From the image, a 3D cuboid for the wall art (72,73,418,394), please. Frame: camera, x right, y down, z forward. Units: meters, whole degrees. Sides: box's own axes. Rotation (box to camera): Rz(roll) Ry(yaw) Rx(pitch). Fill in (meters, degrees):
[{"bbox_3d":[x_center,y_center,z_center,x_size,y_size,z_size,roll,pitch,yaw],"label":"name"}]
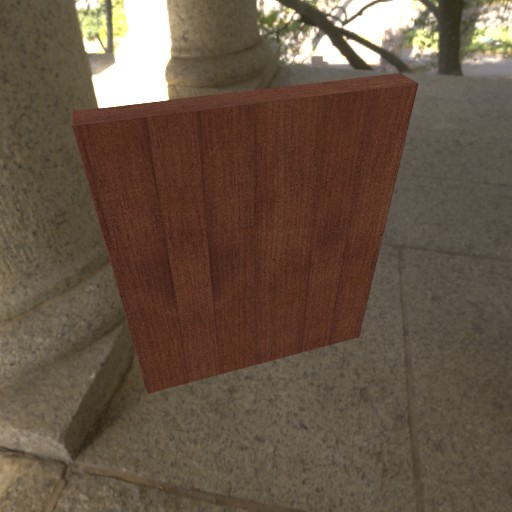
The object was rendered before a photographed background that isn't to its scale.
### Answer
[{"bbox_3d":[0.000,0.000,0.622,0.377,0.449,0.039,-12,42,-13],"label":"wall art"}]
